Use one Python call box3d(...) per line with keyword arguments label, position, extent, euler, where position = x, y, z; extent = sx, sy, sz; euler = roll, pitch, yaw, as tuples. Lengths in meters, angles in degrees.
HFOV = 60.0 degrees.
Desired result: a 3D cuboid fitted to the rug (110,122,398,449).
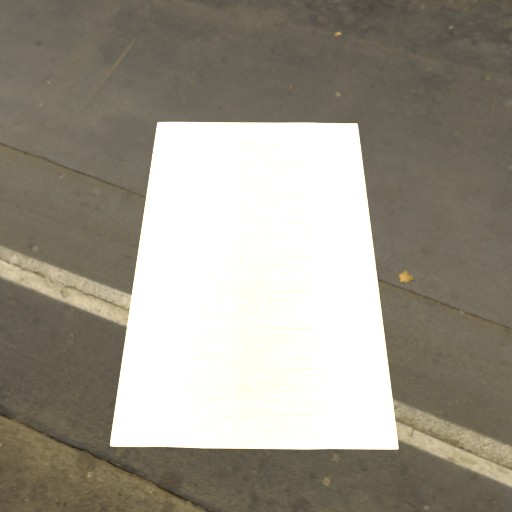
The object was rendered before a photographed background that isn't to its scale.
box3d(label="rug", position=(0.000, 0.000, 2.313), extent=(1.234, 0.006, 1.850), euler=(0, 63, 0))
